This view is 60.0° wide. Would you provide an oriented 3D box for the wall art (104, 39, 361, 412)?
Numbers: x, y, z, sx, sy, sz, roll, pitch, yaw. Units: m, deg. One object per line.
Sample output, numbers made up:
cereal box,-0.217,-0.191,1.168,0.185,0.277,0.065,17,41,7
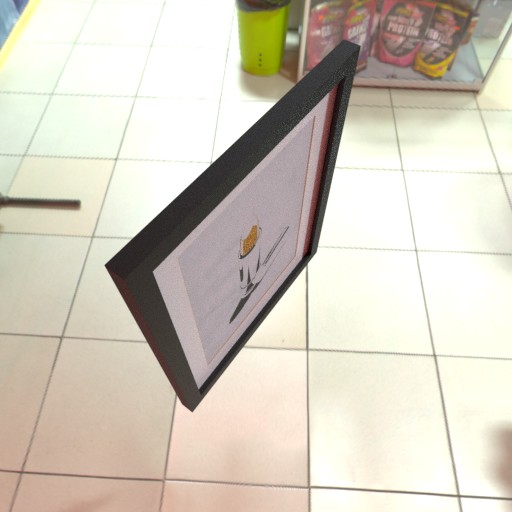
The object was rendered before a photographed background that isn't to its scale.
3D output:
wall art,0.000,0.000,0.535,0.019,0.381,0.330,31,63,18
